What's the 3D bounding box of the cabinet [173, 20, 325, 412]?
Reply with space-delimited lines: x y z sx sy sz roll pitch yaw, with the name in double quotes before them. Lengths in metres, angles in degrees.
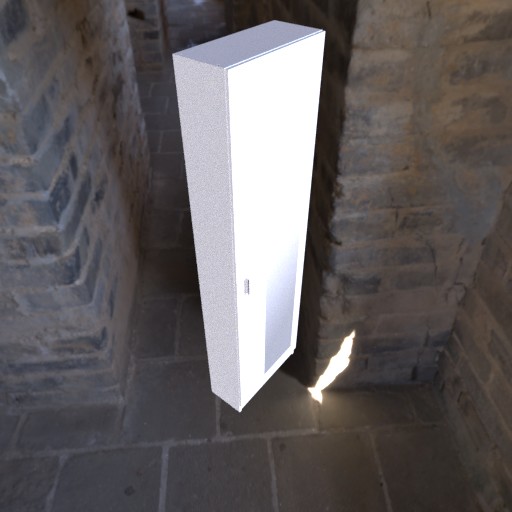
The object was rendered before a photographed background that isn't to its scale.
"cabinet" 0.000 0.000 1.985 0.230 1.790 0.500 28 48 28
